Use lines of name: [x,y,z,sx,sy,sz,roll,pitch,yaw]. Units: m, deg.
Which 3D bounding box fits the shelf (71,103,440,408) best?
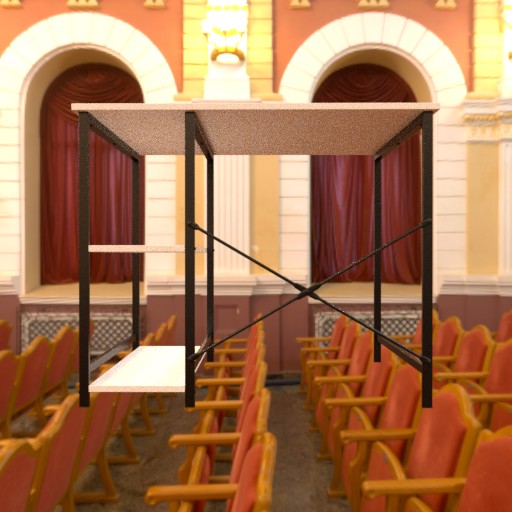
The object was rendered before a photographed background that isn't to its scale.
shelf: [0.000,0.000,1.334,0.902,0.750,0.498,0,0,0]
